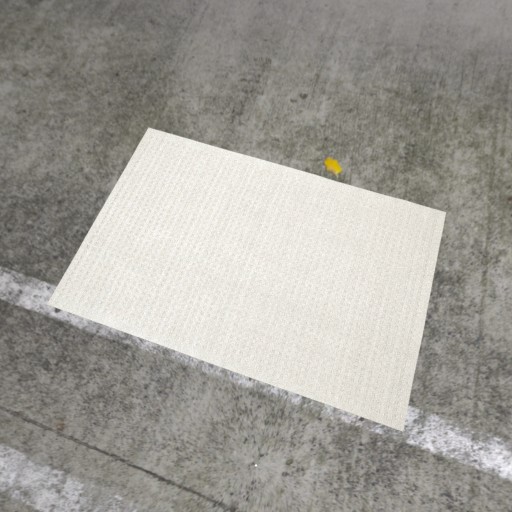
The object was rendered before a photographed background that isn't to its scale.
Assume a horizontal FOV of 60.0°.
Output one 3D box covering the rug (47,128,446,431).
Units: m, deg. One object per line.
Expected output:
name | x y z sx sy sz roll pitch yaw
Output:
rug | 0.000 0.000 2.957 2.289 0.006 1.523 18 66 8
